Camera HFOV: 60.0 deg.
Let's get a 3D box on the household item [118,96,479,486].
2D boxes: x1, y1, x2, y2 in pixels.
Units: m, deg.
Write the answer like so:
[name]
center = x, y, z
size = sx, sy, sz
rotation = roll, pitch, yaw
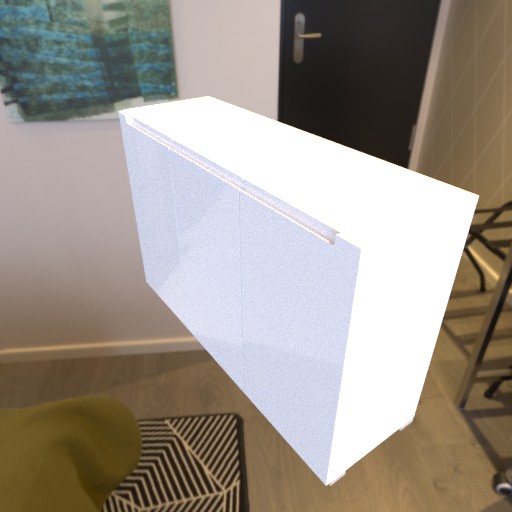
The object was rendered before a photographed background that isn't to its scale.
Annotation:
[household item]
center = 0.000, 0.000, 1.668
size = 0.420, 0.867, 1.300
rotation = -21, 38, -30
